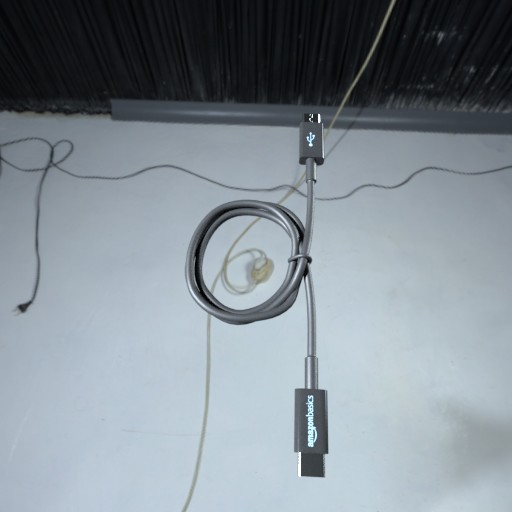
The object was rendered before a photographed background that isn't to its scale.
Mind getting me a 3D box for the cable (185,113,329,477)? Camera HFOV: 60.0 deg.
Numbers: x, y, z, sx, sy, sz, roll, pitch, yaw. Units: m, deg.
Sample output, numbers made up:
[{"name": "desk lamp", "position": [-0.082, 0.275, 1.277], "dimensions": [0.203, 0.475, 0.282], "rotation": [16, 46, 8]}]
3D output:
[{"name": "cable", "position": [0.000, 0.000, 0.218], "dimensions": [0.070, 0.014, 0.192], "rotation": [3, 64, 1]}]
